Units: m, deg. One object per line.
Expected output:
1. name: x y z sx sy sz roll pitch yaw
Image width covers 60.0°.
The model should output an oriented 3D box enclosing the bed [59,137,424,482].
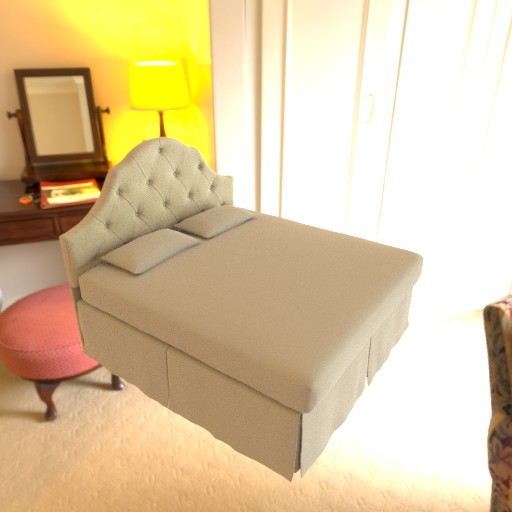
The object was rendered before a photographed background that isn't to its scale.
1. bed: 0.000 0.000 3.420 2.086 1.555 2.012 18 31 32
